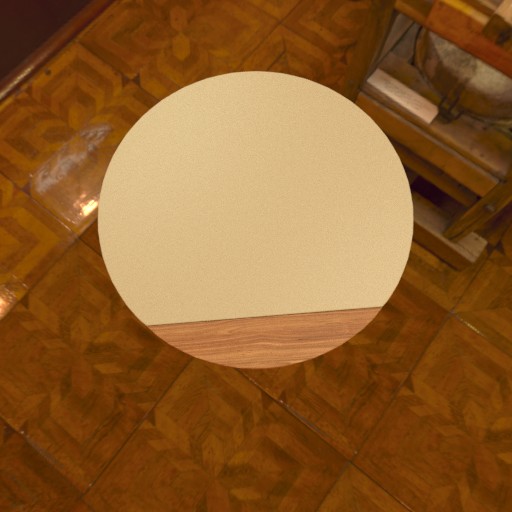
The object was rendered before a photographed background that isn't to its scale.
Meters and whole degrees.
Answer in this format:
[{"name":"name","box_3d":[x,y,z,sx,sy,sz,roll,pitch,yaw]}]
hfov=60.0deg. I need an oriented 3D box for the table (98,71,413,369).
[{"name":"table","box_3d":[0.000,0.000,0.862,0.450,0.525,0.450,0,75,0]}]
